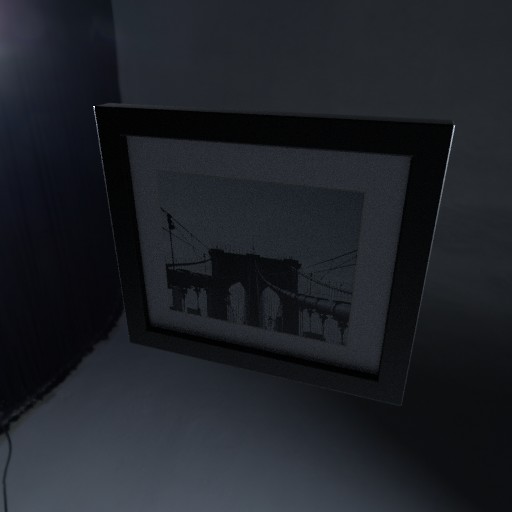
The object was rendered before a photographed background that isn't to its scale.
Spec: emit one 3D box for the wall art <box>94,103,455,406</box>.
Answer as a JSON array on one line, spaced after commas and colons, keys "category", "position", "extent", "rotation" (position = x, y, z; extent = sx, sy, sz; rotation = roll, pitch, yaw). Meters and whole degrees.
[{"category": "wall art", "position": [0.000, 0.000, 0.530], "extent": [0.380, 0.330, 0.028], "rotation": [9, 27, 17]}]
